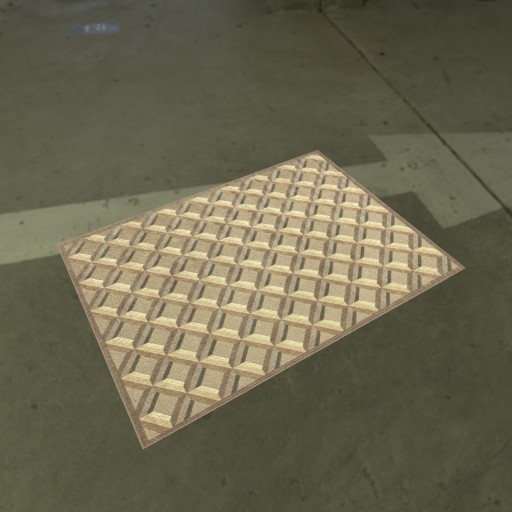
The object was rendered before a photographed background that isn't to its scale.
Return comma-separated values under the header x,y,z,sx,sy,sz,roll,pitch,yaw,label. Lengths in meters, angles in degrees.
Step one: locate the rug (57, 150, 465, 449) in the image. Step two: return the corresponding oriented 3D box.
x,y,z,sx,sy,sz,roll,pitch,yaw,label
0.000,0.000,4.390,3.294,0.018,2.382,-24,51,-21,rug
